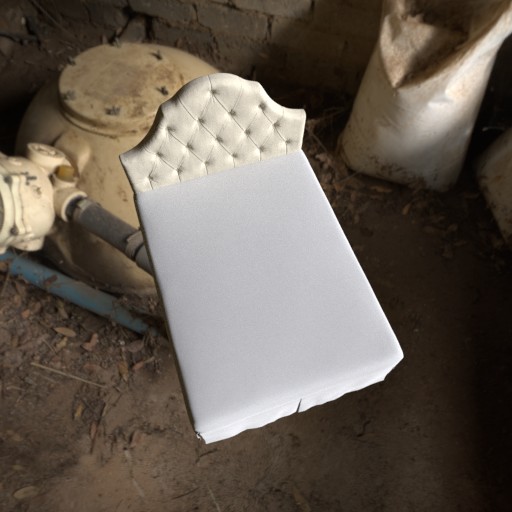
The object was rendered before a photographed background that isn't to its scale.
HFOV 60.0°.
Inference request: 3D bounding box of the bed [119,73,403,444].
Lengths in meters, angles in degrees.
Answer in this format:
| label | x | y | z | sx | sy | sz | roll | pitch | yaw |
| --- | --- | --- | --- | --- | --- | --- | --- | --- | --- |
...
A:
| label | x | y | z | sx | sy | sz | roll | pitch | yaw |
| --- | --- | --- | --- | --- | --- | --- | --- | --- | --- |
| bed | 0.000 | 0.000 | 3.263 | 1.627 | 1.575 | 2.092 | -17 | 64 | -9 |
